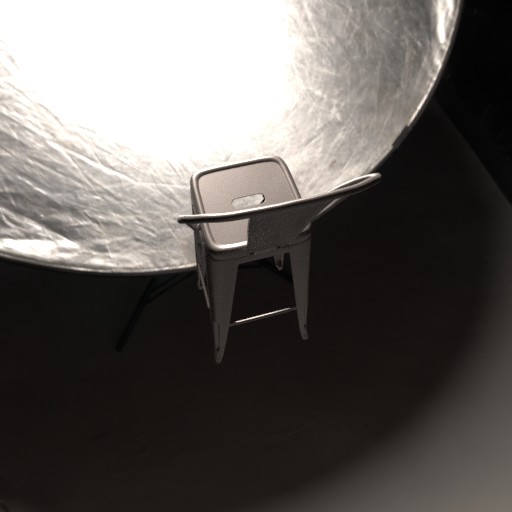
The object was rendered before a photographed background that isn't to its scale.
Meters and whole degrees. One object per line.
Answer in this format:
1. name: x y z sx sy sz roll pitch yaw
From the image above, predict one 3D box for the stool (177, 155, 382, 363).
1. stool: 0.000 0.000 1.332 0.399 1.096 0.513 -13 59 -8
